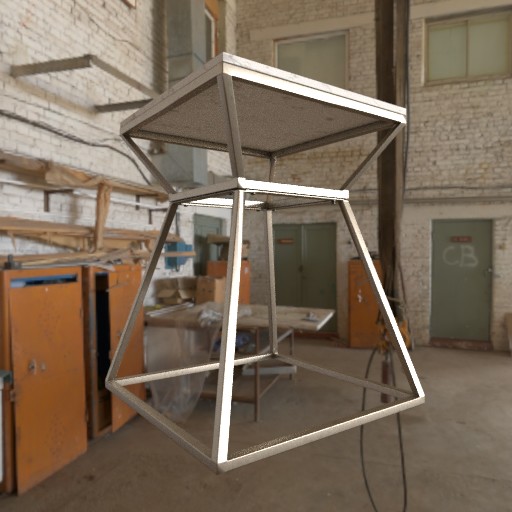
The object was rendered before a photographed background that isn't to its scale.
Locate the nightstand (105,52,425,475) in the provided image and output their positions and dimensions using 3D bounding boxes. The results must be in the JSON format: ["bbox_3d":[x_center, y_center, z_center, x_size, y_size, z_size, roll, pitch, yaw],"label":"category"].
[{"bbox_3d":[0.000,0.000,0.879,0.455,0.554,0.455,0,1,-36],"label":"nightstand"}]
